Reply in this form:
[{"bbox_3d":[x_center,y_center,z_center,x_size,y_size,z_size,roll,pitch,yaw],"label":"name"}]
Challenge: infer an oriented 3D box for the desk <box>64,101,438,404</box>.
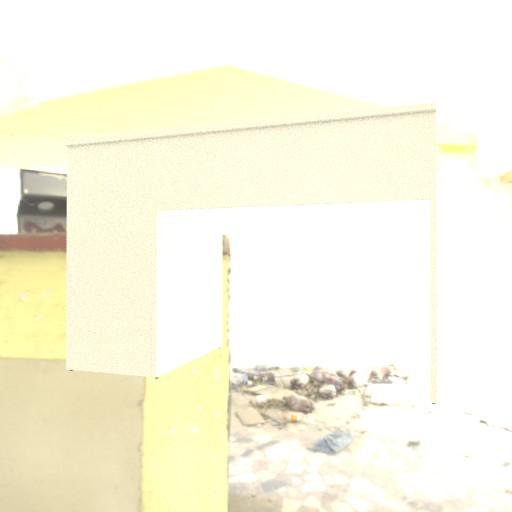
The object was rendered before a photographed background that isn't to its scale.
[{"bbox_3d":[0.000,0.000,1.497,1.097,0.735,0.560,0,-1,18],"label":"desk"}]
